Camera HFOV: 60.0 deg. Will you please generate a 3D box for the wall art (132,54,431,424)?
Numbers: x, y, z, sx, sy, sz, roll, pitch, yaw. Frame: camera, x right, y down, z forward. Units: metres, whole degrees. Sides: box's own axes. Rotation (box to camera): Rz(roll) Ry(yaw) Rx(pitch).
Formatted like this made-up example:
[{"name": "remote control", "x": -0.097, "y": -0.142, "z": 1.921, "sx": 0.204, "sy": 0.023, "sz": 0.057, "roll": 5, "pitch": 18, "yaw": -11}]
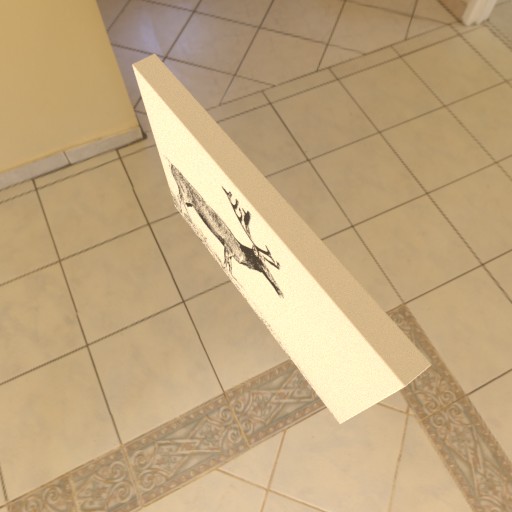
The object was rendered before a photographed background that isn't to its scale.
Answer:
[{"name": "wall art", "x": 0.000, "y": 0.000, "z": 0.780, "sx": 0.042, "sy": 0.414, "sz": 0.608, "roll": -33, "pitch": 68, "yaw": -15}]
